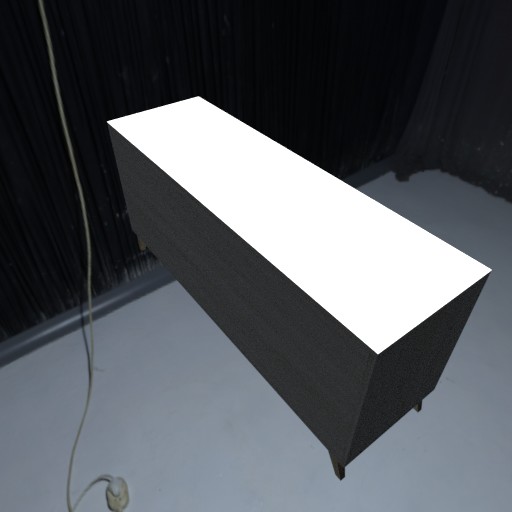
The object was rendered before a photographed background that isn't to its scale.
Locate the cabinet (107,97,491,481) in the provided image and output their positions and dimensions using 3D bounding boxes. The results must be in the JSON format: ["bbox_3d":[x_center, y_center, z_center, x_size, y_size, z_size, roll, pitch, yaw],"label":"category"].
[{"bbox_3d":[0.000,0.000,1.948,0.500,0.780,1.649,-26,48,-27],"label":"cabinet"}]
